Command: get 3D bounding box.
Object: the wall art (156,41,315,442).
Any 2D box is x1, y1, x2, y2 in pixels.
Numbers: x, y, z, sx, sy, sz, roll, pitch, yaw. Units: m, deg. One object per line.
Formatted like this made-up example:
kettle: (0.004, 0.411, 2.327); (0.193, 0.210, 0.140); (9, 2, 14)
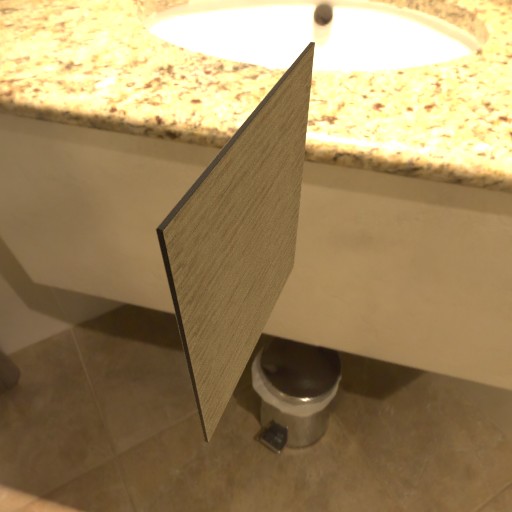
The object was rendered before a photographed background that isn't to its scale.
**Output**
wall art: (0.000, 0.000, 0.785); (0.009, 0.559, 0.483); (17, 50, 15)
